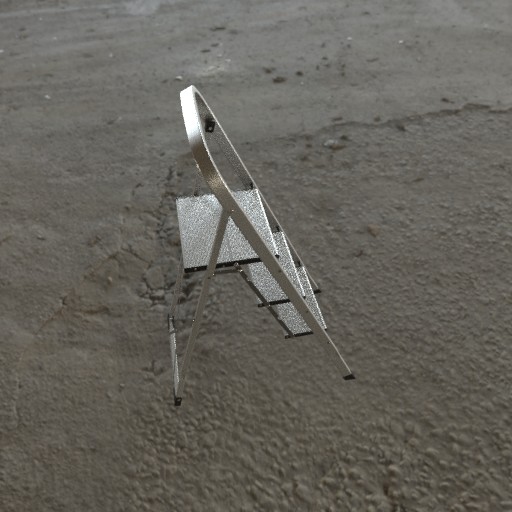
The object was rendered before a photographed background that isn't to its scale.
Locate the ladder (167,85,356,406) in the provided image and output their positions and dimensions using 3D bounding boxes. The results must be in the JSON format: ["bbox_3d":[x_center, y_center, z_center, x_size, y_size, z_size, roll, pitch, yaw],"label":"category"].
[{"bbox_3d":[0.000,0.000,1.455,0.704,1.070,0.465,-8,47,-8],"label":"ladder"}]
